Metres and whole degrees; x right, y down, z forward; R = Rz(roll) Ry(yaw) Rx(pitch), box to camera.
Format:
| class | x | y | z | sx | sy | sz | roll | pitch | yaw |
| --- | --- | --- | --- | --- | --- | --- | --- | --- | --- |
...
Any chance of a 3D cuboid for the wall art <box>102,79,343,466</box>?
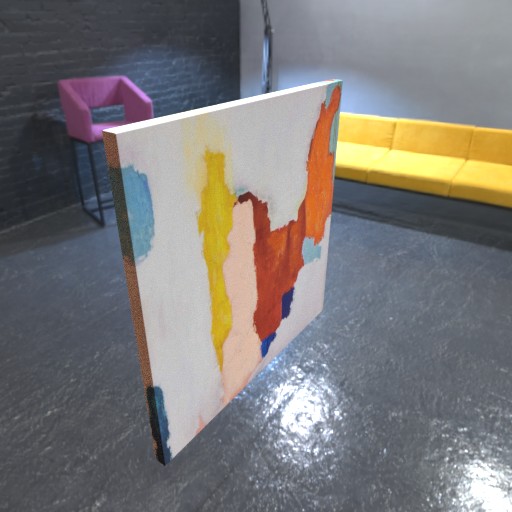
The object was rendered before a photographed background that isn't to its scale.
| class | x | y | z | sx | sy | sz | roll | pitch | yaw |
| --- | --- | --- | --- | --- | --- | --- | --- | --- | --- |
| wall art | 0.000 | 0.000 | 1.496 | 0.044 | 1.017 | 1.017 | 19 | 34 | 31 |
